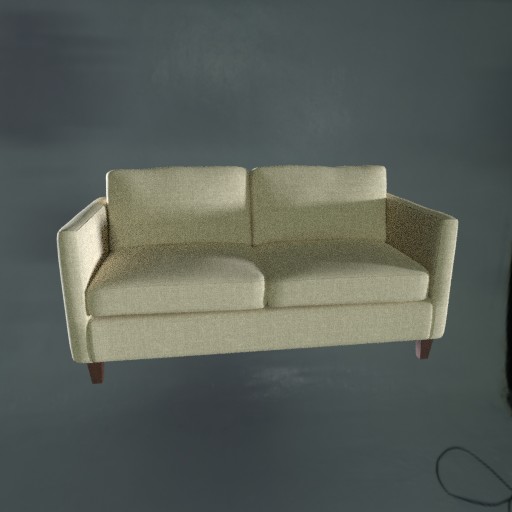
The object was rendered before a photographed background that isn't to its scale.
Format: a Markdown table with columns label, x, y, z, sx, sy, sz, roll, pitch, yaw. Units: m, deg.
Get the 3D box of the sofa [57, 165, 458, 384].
| label | x | y | z | sx | sy | sz | roll | pitch | yaw |
| --- | --- | --- | --- | --- | --- | --- | --- | --- | --- |
| sofa | 0.000 | 0.000 | 2.511 | 1.884 | 0.963 | 0.950 | -2 | 17 | -8 |
